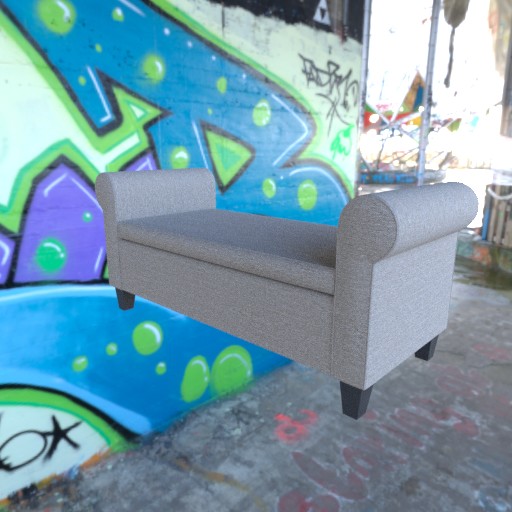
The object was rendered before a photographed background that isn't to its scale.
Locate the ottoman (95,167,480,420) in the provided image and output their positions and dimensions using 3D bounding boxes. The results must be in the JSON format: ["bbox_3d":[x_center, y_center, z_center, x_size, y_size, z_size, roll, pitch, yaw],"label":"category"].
[{"bbox_3d":[0.000,0.000,1.536,1.256,0.547,0.521,13,19,42],"label":"ottoman"}]
